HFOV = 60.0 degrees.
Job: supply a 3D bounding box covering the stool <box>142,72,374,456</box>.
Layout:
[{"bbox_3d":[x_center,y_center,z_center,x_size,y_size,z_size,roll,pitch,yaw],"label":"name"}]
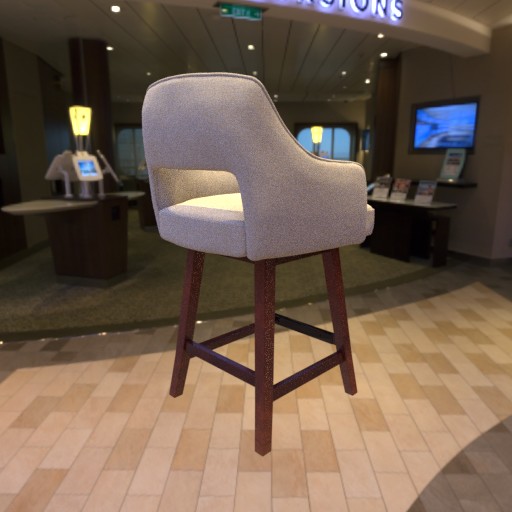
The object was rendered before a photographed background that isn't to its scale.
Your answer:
[{"bbox_3d":[0.000,0.000,1.306,0.560,0.936,0.550,-13,18,-43],"label":"stool"}]
